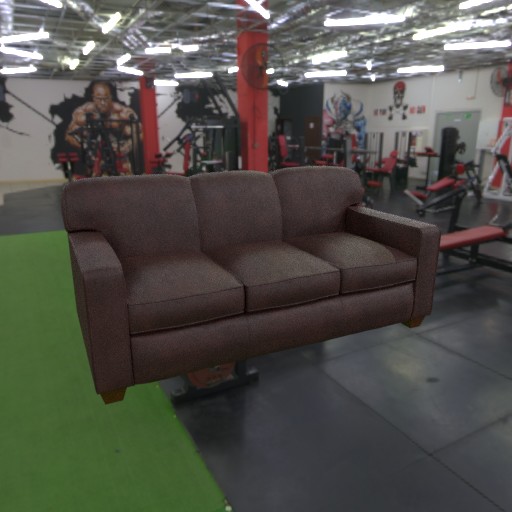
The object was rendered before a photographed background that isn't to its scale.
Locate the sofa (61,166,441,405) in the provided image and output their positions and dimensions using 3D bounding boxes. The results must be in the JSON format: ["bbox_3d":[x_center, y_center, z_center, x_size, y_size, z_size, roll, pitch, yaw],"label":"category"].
[{"bbox_3d":[0.000,0.000,2.648,2.039,0.953,1.008,-8,18,-25],"label":"sofa"}]
